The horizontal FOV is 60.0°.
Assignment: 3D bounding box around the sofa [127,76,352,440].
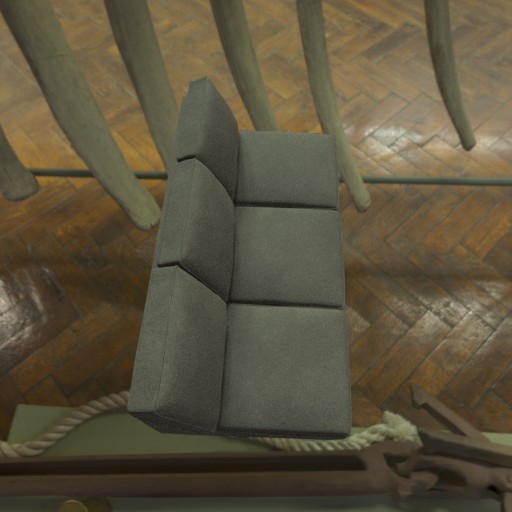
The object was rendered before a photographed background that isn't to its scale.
[{"bbox_3d":[0.000,0.000,2.574,1.027,0.973,1.962,2,61,1],"label":"sofa"}]
